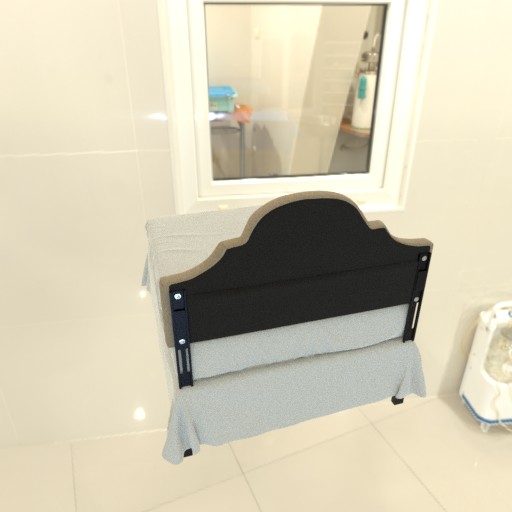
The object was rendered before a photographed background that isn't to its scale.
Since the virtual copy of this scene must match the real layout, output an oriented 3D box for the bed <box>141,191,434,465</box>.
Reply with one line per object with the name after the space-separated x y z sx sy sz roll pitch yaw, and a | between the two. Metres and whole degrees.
0.000 0.000 3.405 1.780 1.634 2.222 -8 28 -15 | bed
